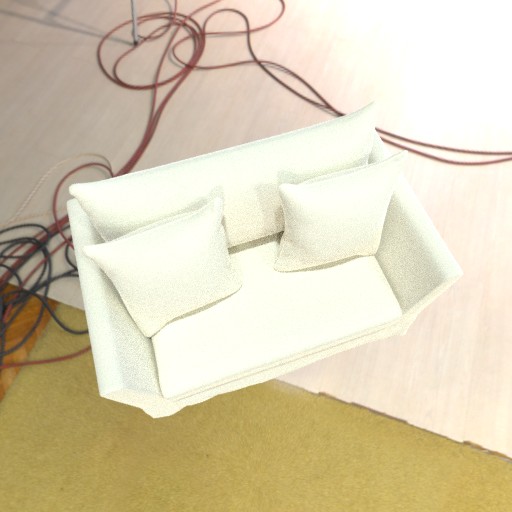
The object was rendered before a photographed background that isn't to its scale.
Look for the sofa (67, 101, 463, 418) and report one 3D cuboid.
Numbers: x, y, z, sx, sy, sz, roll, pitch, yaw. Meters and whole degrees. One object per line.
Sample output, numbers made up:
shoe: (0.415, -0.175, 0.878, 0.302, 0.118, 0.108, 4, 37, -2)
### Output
sofa: (0.000, 0.000, 2.221, 1.608, 1.039, 1.026, -17, 64, -9)
